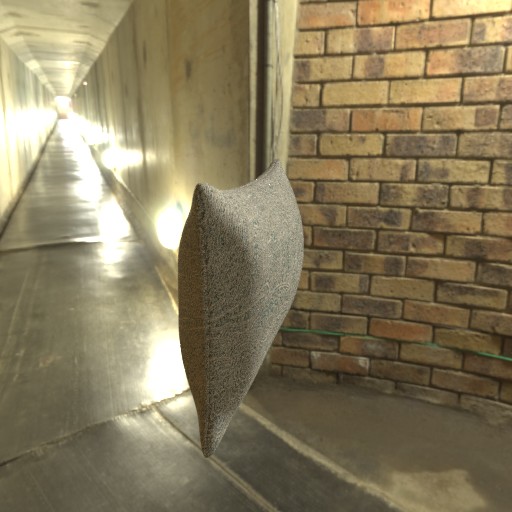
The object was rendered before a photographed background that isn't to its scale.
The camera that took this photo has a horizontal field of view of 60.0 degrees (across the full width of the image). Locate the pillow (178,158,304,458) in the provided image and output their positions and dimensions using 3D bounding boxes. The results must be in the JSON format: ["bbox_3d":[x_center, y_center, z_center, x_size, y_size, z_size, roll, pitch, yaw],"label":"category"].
[{"bbox_3d":[0.000,0.000,0.731,0.151,0.295,0.615,2,15,9],"label":"pillow"}]
